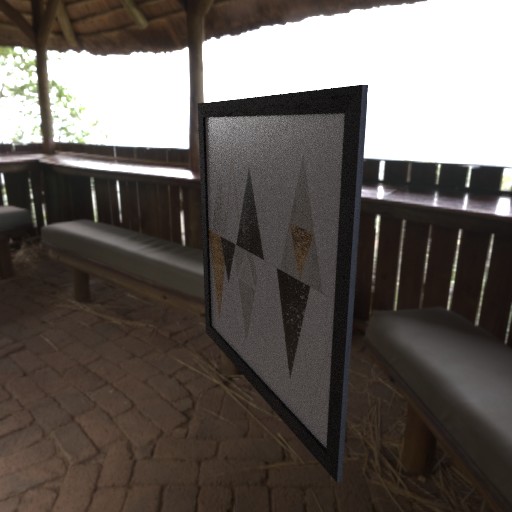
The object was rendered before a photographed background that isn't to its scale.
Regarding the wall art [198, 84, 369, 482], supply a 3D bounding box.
[{"bbox_3d":[0.000,0.000,1.216,0.013,0.823,0.823,-8,18,-25],"label":"wall art"}]
